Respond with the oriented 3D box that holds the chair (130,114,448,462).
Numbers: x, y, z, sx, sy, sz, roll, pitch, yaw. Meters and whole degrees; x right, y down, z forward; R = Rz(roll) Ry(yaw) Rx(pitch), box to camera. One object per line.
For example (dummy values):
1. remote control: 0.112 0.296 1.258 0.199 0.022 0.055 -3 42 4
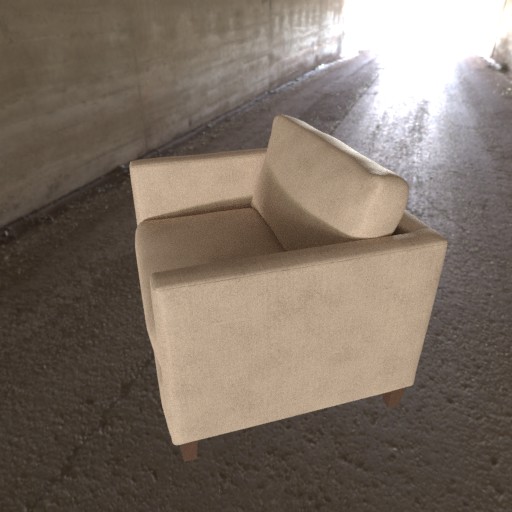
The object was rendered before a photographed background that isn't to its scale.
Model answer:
1. chair: 0.000 0.000 1.854 0.959 0.961 1.133 -9 31 -15
